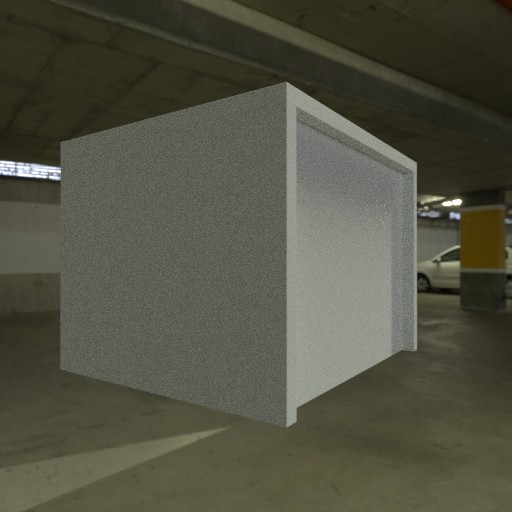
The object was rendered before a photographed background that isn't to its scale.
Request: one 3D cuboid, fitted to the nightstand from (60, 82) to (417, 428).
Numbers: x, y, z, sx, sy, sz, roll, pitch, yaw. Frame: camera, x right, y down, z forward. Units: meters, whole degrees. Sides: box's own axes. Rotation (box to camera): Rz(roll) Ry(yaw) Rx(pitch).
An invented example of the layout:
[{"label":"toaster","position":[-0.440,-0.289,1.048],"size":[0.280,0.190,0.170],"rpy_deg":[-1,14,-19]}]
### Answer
[{"label":"nightstand","position":[0.000,0.000,0.759],"size":[0.408,0.351,0.470],"rpy_deg":[0,0,35]}]
